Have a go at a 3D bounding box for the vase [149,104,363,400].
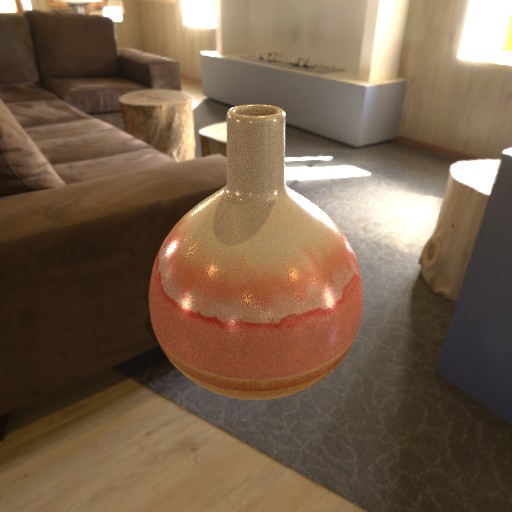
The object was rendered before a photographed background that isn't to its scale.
[{"bbox_3d":[0.000,0.000,0.275,0.137,0.176,0.137,0,31,0],"label":"vase"}]
